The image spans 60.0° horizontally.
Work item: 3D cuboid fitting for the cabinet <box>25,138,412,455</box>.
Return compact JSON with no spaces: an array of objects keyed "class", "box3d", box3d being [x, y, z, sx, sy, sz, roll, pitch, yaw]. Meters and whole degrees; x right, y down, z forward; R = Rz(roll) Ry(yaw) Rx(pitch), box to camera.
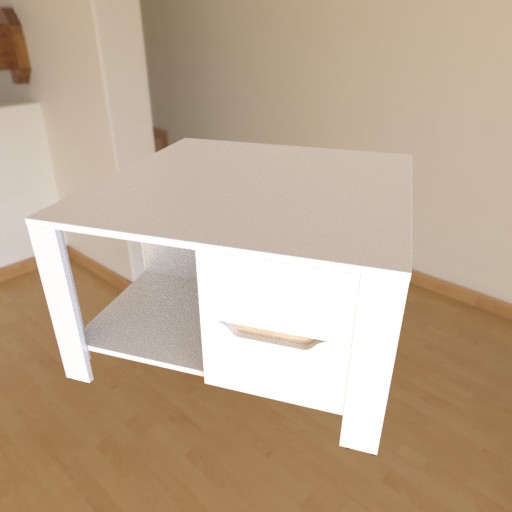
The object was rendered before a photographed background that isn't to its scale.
[{"class":"cabinet","box3d":[0.000,0.000,1.297,0.800,0.460,0.800,8,29,15]}]
